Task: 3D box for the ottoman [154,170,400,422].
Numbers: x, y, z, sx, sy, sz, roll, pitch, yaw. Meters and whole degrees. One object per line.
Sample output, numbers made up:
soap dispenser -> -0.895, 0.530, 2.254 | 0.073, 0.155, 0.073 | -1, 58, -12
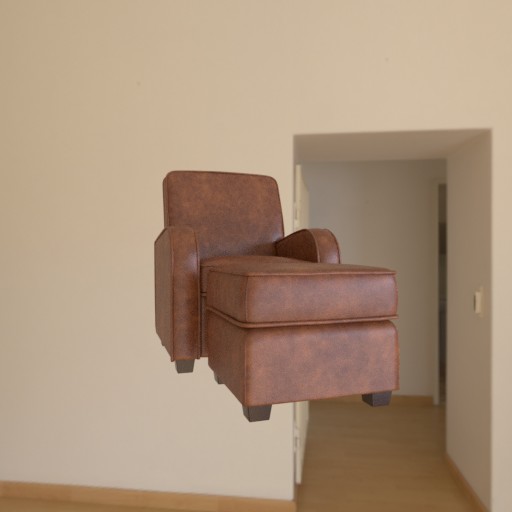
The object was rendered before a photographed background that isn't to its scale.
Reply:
ottoman -> 0.000, 0.000, 1.866 | 0.732, 0.904, 1.314 | 0, 0, -18
